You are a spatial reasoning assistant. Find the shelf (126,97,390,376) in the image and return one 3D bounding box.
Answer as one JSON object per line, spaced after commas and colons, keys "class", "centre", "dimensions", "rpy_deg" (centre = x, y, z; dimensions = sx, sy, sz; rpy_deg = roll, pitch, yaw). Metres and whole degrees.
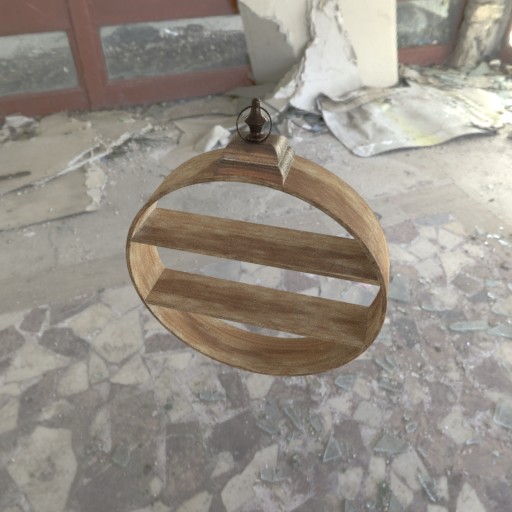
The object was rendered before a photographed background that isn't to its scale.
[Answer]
{"class": "shelf", "centre": [0.000, 0.000, 1.007], "dimensions": [0.601, 0.725, 0.125], "rpy_deg": [10, 42, 11]}
